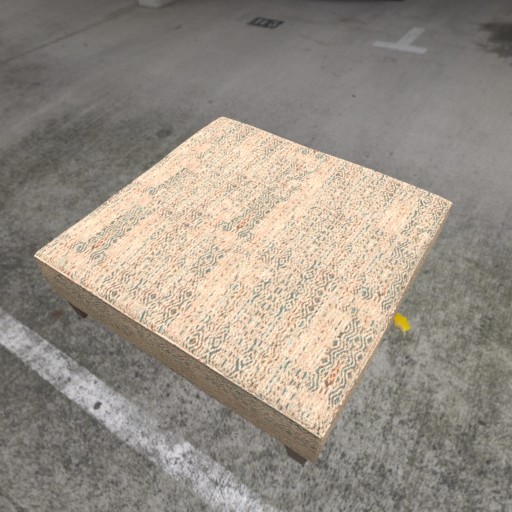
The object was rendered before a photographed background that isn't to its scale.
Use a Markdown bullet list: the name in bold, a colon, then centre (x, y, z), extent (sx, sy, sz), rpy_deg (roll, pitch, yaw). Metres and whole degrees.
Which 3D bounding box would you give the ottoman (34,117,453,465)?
- **ottoman**: centre (0.000, 0.000, 1.533), extent (1.004, 0.356, 0.968), rpy_deg (26, 53, 22)
